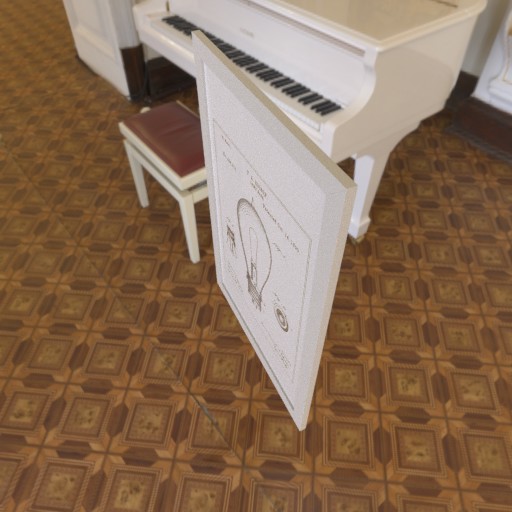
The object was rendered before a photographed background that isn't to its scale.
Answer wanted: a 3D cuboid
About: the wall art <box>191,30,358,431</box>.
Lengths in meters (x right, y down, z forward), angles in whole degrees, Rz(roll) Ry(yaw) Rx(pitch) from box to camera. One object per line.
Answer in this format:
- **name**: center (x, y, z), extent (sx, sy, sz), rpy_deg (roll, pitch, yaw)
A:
- **wall art**: center (0.000, 0.000, 0.603), extent (0.010, 0.474, 0.325), rpy_deg (-20, 51, -17)
